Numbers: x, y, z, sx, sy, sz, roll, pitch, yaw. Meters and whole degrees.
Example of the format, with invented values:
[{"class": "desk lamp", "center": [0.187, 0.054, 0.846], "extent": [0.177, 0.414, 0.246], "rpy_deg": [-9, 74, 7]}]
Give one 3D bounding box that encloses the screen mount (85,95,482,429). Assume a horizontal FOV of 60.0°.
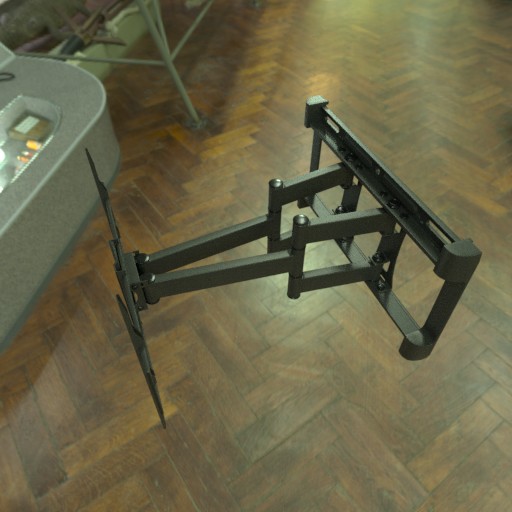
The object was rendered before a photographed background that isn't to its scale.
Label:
[{"class": "screen mount", "center": [0.000, 0.000, 0.941], "extent": [0.556, 0.424, 0.571], "rpy_deg": [-15, 48, -14]}]
